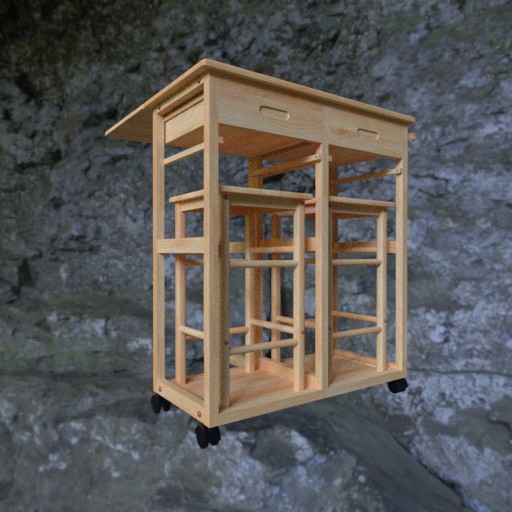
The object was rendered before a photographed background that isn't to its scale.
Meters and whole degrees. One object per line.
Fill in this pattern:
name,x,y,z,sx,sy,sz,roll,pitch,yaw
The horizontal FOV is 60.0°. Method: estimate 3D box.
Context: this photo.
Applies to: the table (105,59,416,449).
table,0.000,0.000,1.418,0.752,0.832,0.693,0,1,-35
